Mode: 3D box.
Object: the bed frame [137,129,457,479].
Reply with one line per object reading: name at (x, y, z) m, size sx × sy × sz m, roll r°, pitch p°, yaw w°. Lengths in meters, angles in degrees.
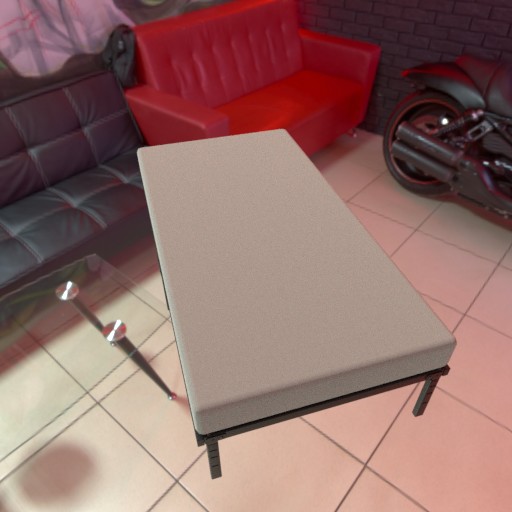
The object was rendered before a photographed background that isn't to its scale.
bed frame at (0.000, 0.000, 3.243) m, size 1.393 × 0.680 × 2.635 m, roll -11°, pitch 42°, yaw -13°
